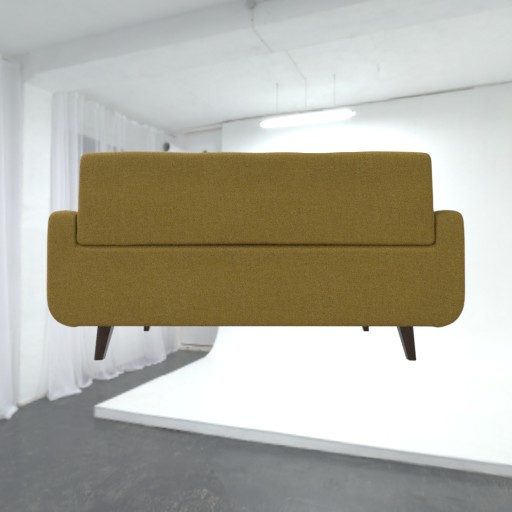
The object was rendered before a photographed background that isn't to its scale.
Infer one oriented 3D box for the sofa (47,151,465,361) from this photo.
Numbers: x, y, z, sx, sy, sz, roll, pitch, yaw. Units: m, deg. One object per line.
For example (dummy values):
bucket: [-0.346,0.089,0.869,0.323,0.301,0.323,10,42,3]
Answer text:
sofa: [0.000,0.000,2.165,1.631,0.841,0.909,0,-1,0]
